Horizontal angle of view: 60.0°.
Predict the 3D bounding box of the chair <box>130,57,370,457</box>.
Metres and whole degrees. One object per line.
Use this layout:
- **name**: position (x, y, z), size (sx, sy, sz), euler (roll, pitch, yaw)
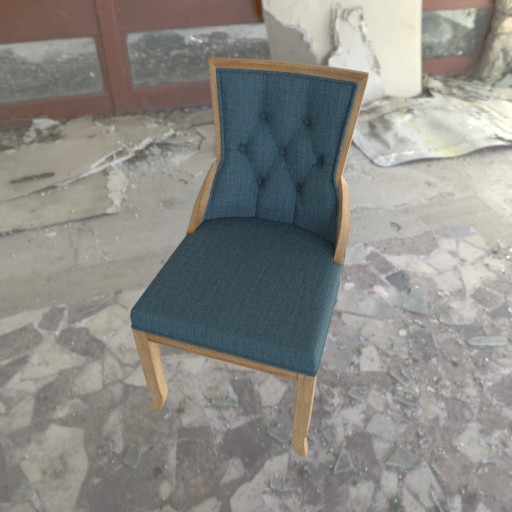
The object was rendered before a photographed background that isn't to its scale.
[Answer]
- **chair**: position (0.000, 0.000, 1.333), size (0.524, 0.947, 0.641), euler (12, 41, 14)
